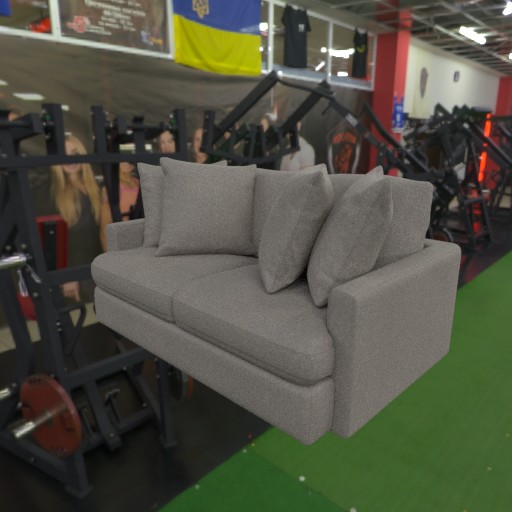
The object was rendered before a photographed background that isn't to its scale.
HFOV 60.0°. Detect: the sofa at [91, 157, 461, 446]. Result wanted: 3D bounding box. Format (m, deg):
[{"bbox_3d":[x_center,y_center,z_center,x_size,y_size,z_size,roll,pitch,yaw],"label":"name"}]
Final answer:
[{"bbox_3d":[0.000,0.000,2.554,1.869,1.080,1.228,15,21,42],"label":"sofa"}]
